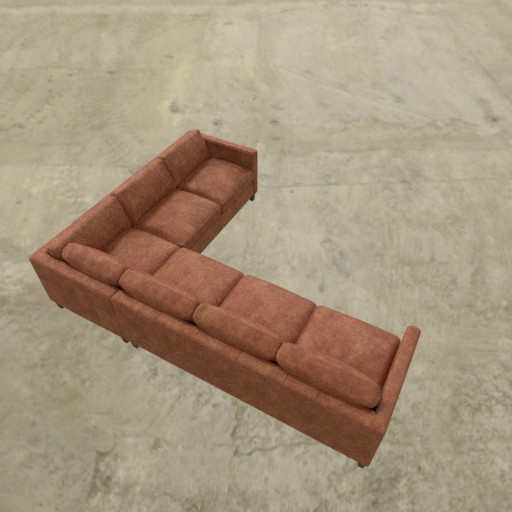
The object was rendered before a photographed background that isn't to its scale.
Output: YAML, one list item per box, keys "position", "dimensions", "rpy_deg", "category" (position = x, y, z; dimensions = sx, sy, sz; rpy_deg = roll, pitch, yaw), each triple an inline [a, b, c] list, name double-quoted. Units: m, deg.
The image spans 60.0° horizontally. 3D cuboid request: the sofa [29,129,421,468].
- position: [0.000, 0.000, 4.193]
  dimensions: [3.167, 0.838, 2.438]
  rpy_deg: [22, 50, 20]
  category: "sofa"
